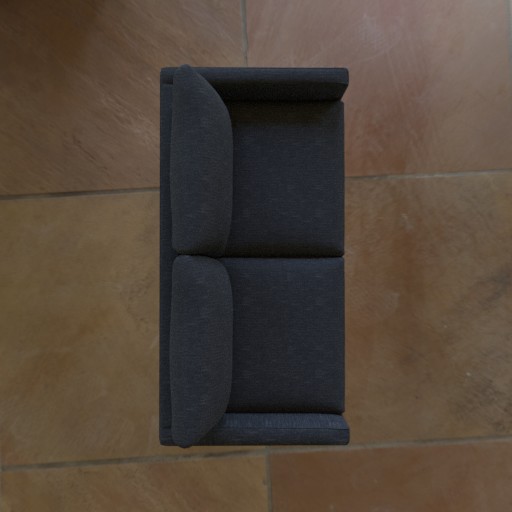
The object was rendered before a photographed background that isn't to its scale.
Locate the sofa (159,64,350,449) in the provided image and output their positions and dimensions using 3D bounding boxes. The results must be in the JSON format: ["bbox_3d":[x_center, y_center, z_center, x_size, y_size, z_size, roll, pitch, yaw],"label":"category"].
[{"bbox_3d":[0.000,0.000,2.160,0.866,0.862,1.716,0,89,0],"label":"sofa"}]
